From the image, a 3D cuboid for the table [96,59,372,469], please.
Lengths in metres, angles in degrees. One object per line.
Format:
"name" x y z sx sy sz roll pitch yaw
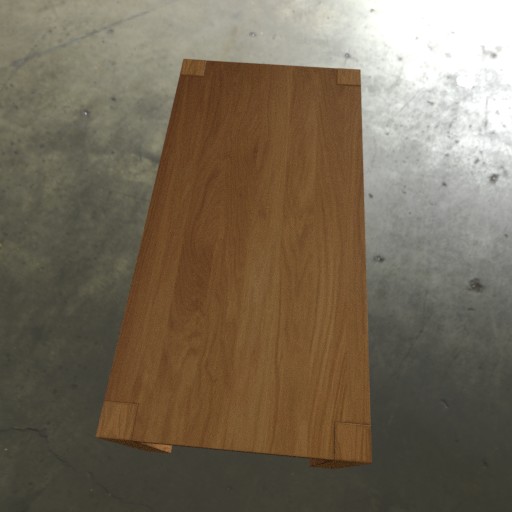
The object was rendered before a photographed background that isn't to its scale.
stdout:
"table" 0.000 0.000 2.175 0.900 0.760 1.800 4 63 2
